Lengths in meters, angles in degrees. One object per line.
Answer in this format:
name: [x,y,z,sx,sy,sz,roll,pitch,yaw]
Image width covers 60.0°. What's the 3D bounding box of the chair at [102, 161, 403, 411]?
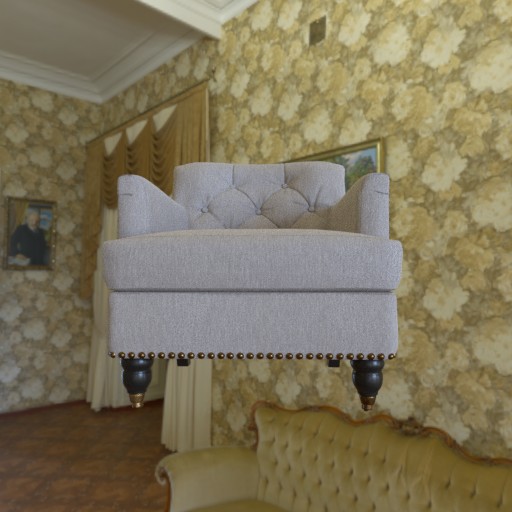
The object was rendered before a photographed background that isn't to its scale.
chair: [0.000,0.000,1.486,0.737,0.823,0.902,0,-3,2]
